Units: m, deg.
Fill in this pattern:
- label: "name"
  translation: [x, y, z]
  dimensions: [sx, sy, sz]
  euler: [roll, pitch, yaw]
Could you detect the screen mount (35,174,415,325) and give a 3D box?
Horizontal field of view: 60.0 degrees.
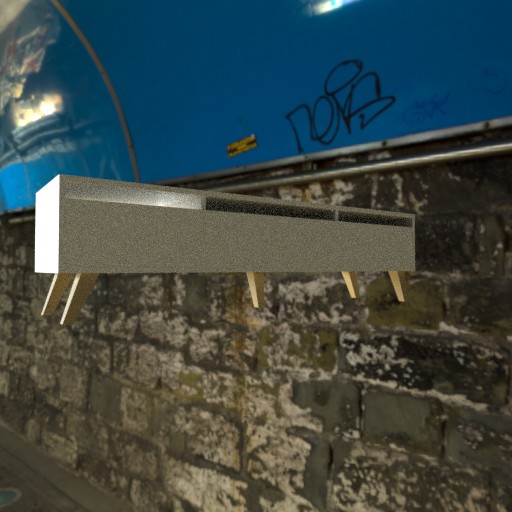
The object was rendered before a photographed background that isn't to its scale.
- label: "screen mount"
  translation: [0.000, 0.000, 1.889]
  dimensions: [1.644, 0.432, 0.399]
  euler: [1, -2, -35]
